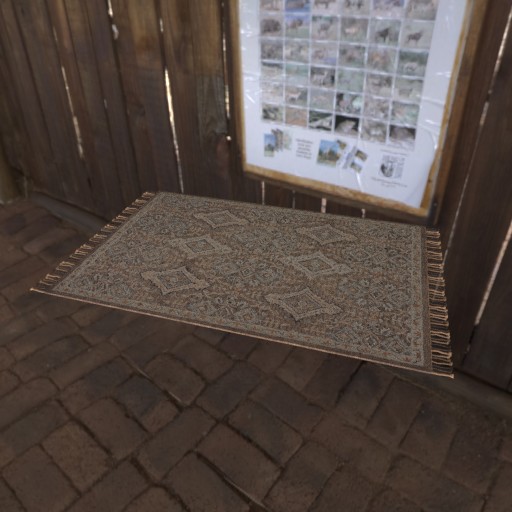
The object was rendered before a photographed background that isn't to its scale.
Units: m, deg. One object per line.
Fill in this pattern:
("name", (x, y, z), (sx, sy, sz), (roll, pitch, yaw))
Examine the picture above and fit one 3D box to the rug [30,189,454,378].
("rug", (0.000, 0.000, 3.028), (2.434, 0.010, 1.516), (9, 34, 14))
